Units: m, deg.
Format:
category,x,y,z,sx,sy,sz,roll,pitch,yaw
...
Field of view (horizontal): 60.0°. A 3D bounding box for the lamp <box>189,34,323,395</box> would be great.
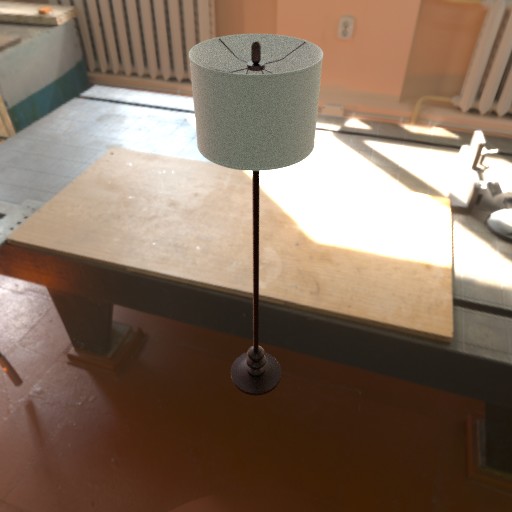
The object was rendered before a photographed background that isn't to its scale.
category,x,y,z,sx,sy,sz,roll,pitch,yaw
lamp,0.000,0.000,1.648,0.356,1.487,0.356,-26,47,-27
